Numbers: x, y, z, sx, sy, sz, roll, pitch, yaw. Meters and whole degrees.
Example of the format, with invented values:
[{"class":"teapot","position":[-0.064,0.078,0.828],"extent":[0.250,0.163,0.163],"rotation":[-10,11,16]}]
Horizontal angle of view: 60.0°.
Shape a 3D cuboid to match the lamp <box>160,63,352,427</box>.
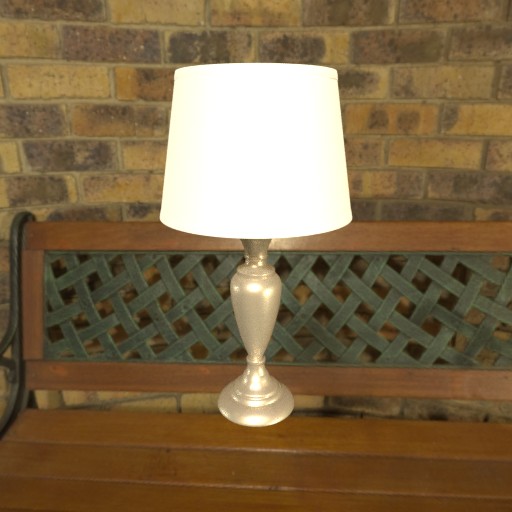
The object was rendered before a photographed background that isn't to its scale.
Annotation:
[{"class":"lamp","position":[0.000,0.000,0.796],"extent":[0.328,0.612,0.328],"rotation":[0,17,0]}]
